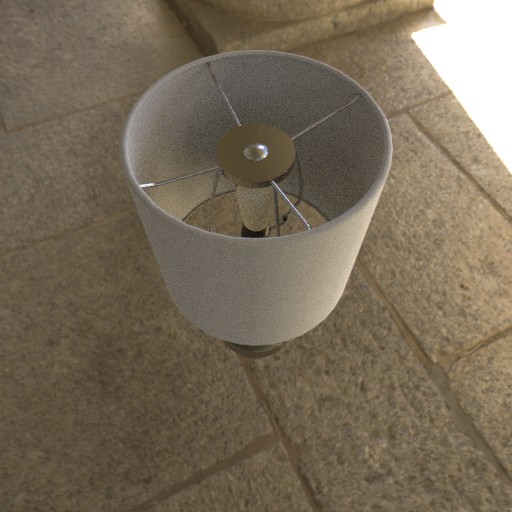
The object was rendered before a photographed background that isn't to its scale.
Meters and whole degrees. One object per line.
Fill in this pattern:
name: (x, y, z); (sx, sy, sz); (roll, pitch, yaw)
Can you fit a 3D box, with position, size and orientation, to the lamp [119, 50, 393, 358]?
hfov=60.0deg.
lamp: (0.000, 0.000, 0.478); (0.201, 0.353, 0.201); (31, 63, 18)
